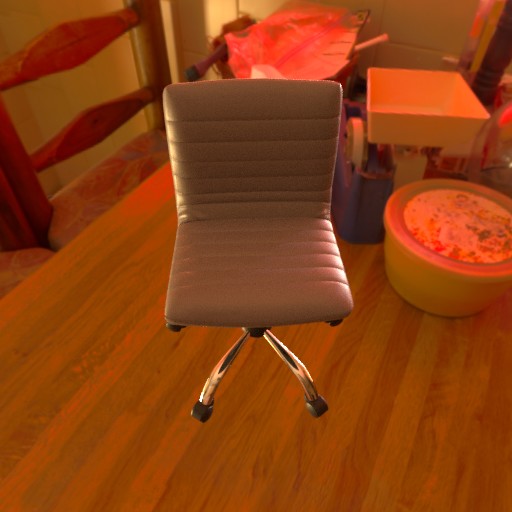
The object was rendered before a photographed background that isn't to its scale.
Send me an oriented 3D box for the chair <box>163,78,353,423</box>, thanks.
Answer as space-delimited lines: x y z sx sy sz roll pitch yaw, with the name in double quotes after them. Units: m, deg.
0.000 0.000 1.127 0.569 0.750 0.542 -2 45 -2 "chair"
